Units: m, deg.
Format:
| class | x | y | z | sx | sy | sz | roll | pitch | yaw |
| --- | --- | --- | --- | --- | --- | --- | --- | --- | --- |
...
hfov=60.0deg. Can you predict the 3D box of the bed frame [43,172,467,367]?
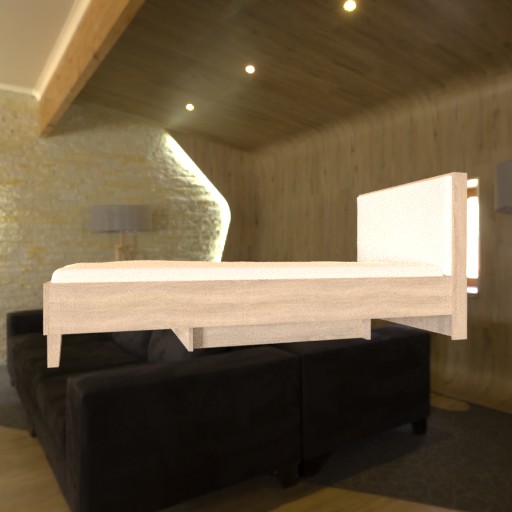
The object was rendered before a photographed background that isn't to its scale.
| class | x | y | z | sx | sy | sz | roll | pitch | yaw |
| --- | --- | --- | --- | --- | --- | --- | --- | --- | --- |
| bed frame | 0.000 | 0.000 | 2.602 | 2.140 | 0.920 | 0.990 | 0 | 0 | -18 |
